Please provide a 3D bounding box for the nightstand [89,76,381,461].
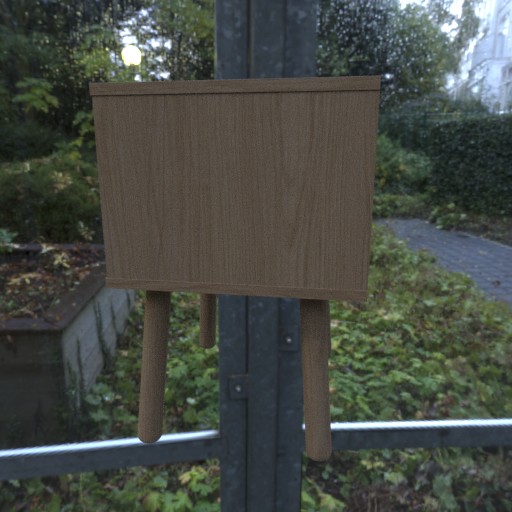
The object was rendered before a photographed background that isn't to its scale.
[{"bbox_3d":[0.000,0.000,0.848,0.380,0.571,0.450,2,14,9],"label":"nightstand"}]
